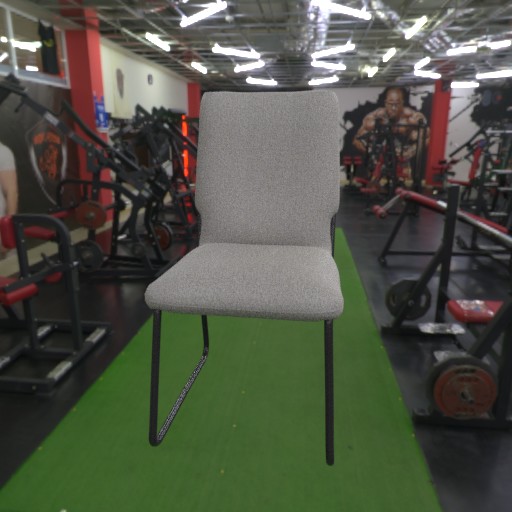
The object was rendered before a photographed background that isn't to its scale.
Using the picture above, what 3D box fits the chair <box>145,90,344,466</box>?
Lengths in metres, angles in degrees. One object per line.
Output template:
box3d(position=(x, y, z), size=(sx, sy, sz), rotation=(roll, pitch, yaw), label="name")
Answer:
box3d(position=(0.000, 0.000, 1.180), size=(0.448, 0.864, 0.560), rotation=(2, 16, 8), label="chair")
